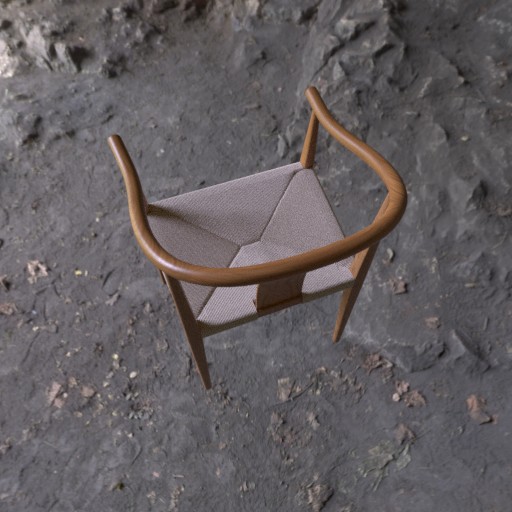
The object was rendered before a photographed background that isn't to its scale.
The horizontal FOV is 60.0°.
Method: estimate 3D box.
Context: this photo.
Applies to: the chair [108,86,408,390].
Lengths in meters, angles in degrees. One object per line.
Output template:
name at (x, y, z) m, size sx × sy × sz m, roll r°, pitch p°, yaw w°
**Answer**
chair at (0.000, 0.000, 1.202) m, size 0.556 × 0.800 × 0.579 m, roll -17°, pitch 59°, yaw -11°
